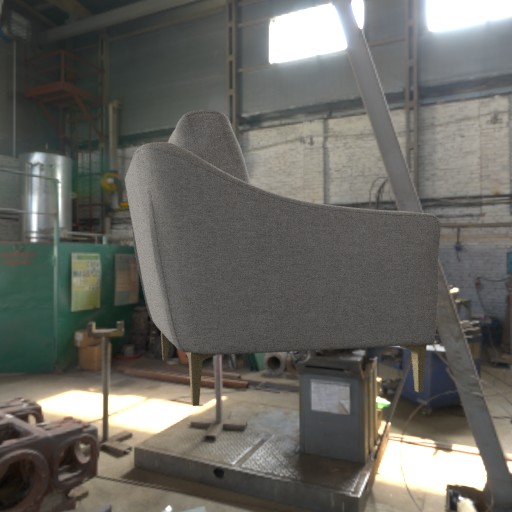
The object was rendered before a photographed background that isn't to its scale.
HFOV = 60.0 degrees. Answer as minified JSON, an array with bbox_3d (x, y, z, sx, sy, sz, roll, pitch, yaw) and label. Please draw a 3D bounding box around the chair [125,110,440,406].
[{"bbox_3d":[0.000,0.000,1.736,0.961,0.902,0.986,0,0,-20],"label":"chair"}]
